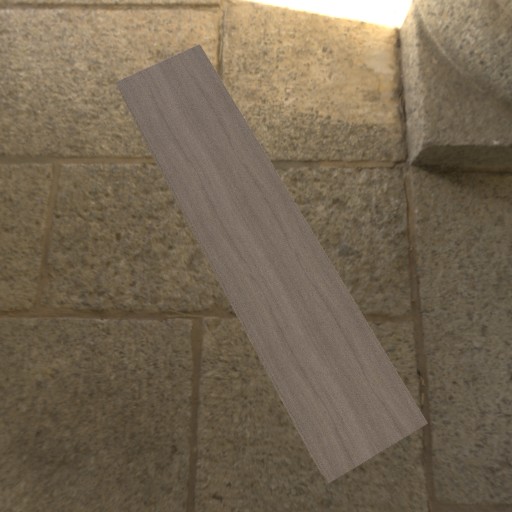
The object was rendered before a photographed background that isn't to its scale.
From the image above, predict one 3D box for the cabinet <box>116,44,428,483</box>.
[{"bbox_3d":[0.000,0.000,2.501,0.499,0.779,2.198,-28,77,-7],"label":"cabinet"}]
